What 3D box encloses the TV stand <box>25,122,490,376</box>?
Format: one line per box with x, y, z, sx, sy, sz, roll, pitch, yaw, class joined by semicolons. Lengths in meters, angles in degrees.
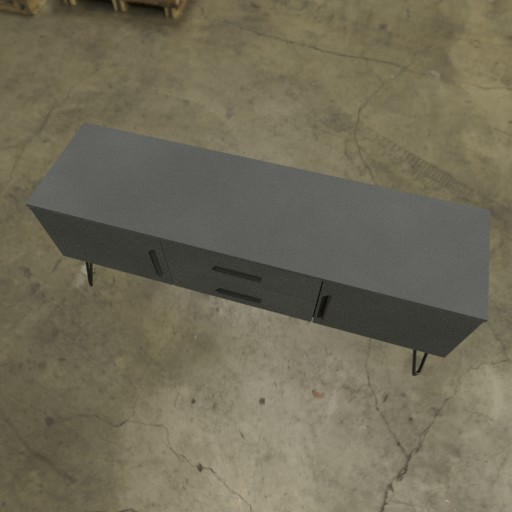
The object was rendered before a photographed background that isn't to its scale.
0.000;0.000;1.619;1.400;0.560;0.400;14;59;9;TV stand
